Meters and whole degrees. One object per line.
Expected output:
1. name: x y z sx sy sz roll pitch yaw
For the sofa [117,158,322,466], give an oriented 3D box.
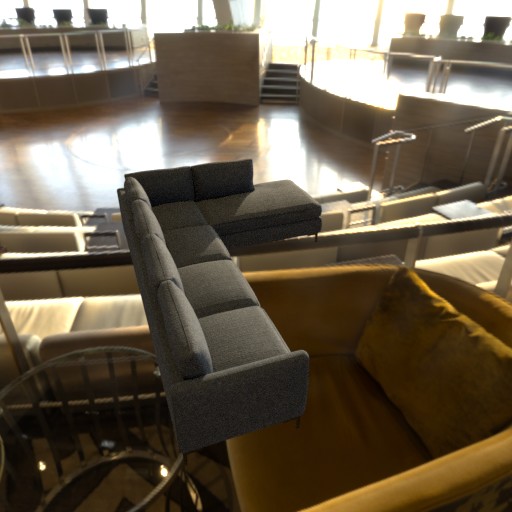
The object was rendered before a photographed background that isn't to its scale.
1. sofa: 0.000 0.000 3.820 2.007 0.815 2.949 -11 33 -17
